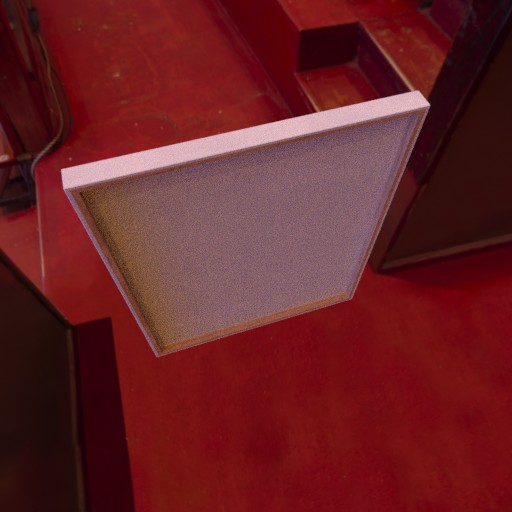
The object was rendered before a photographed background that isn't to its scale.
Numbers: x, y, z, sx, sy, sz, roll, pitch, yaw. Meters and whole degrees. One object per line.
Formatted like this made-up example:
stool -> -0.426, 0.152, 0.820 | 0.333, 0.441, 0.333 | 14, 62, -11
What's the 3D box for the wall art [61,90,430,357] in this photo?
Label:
wall art -> 0.000, 0.000, 0.851 | 0.508, 0.606, 0.037 | -15, 59, -9
